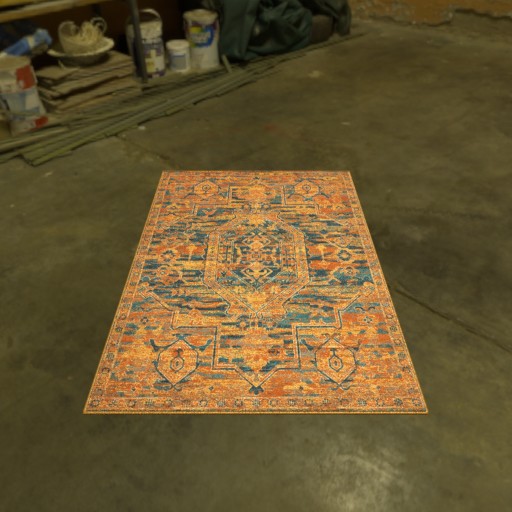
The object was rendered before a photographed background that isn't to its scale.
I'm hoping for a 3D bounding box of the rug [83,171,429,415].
[{"bbox_3d":[0.000,0.000,3.730,2.043,0.019,2.916,0,40,0],"label":"rug"}]
